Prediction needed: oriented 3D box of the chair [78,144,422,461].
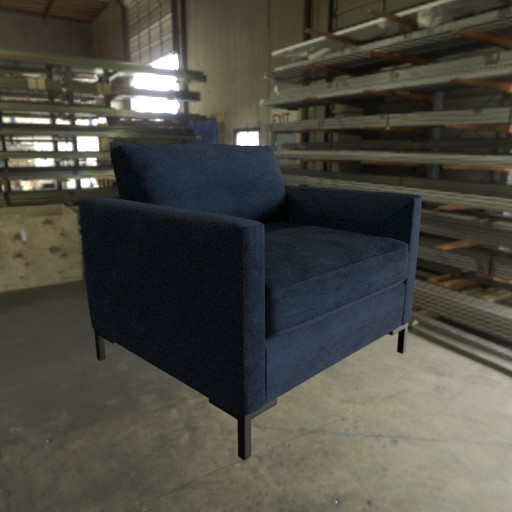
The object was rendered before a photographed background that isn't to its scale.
[{"bbox_3d":[0.000,0.000,1.647,0.875,0.812,0.964,13,19,43],"label":"chair"}]
